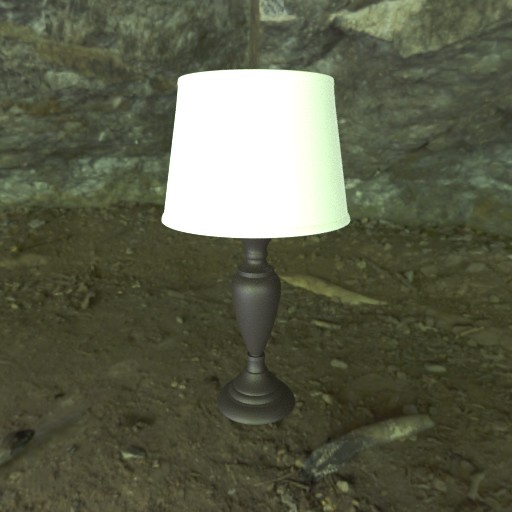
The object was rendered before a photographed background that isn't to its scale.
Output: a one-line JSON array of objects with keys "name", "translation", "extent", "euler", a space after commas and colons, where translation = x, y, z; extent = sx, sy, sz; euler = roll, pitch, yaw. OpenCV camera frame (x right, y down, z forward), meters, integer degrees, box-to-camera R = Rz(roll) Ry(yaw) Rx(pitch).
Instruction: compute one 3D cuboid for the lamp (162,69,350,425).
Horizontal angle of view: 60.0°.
[{"name": "lamp", "translation": [0.000, 0.000, 0.823], "extent": [0.335, 0.611, 0.335], "euler": [0, 15, 0]}]
